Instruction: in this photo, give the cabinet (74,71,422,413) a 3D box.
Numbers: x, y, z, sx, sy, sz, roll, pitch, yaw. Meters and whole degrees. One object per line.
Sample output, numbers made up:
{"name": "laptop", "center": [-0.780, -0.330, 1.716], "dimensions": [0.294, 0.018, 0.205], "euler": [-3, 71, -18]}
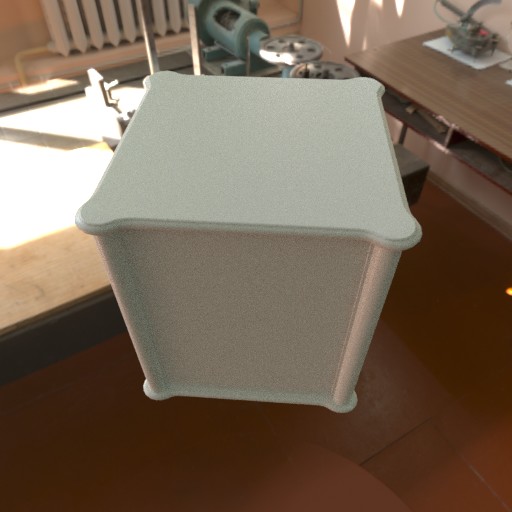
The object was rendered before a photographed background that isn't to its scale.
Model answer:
{"name": "cabinet", "center": [0.000, 0.000, 1.240], "dimensions": [0.628, 0.761, 0.627], "euler": [3, 47, 3]}
